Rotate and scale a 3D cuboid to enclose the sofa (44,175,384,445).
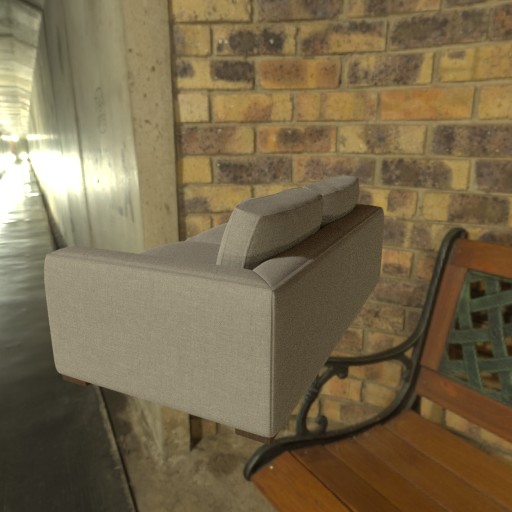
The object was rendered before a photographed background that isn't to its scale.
[{"bbox_3d":[0.000,0.000,2.439,1.069,0.800,1.920,7,17,25],"label":"sofa"}]
